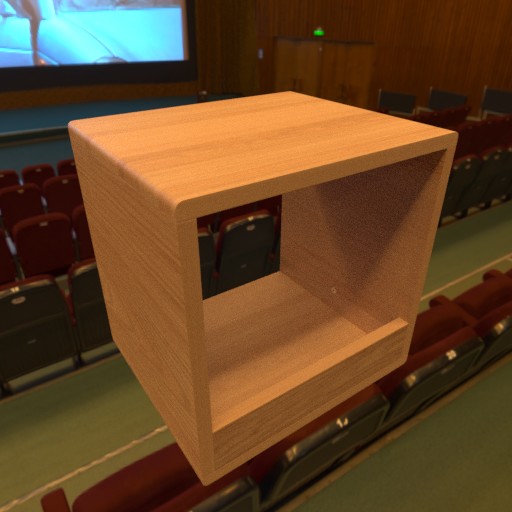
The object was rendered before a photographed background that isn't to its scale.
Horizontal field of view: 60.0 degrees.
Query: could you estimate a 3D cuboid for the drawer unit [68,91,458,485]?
[{"bbox_3d":[0.000,0.000,0.593,0.344,0.344,0.290,-19,36,-29],"label":"drawer unit"}]
